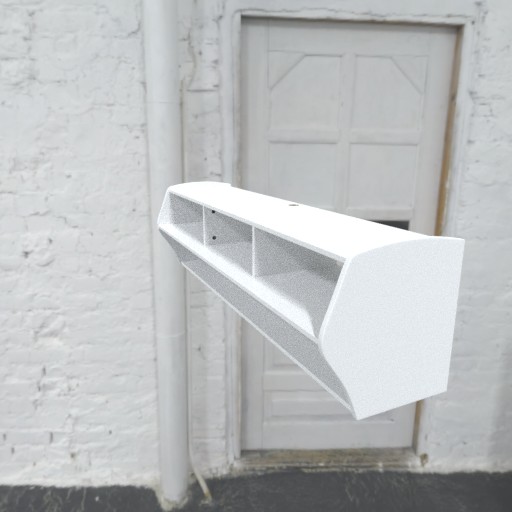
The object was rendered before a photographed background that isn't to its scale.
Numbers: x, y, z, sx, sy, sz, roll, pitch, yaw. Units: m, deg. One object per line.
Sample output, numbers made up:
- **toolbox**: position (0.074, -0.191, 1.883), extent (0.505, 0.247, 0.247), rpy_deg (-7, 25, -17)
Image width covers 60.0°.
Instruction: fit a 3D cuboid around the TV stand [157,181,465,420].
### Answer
- **TV stand**: position (0.000, 0.000, 1.660), extent (0.397, 0.424, 1.473), rpy_deg (-7, 16, -25)
